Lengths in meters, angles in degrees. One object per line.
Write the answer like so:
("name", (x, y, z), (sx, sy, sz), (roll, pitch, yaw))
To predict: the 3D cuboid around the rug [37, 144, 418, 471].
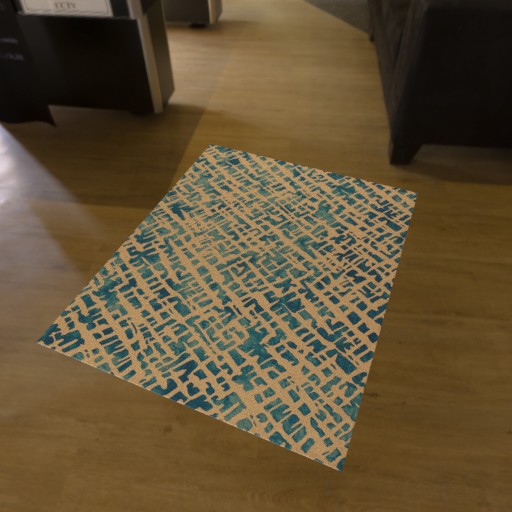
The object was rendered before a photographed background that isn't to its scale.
("rug", (0.000, 0.000, 4.049), (2.435, 0.007, 3.007), (17, 49, 16))
